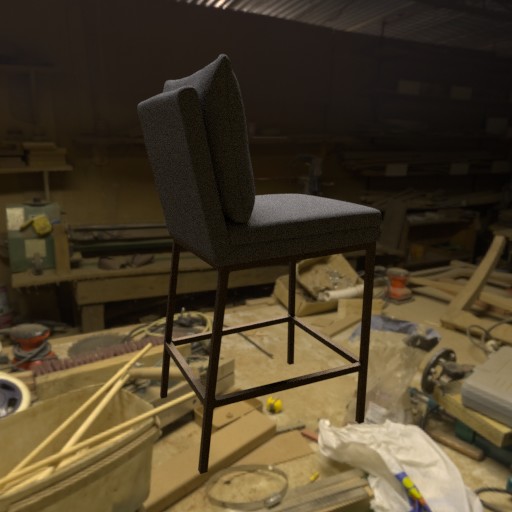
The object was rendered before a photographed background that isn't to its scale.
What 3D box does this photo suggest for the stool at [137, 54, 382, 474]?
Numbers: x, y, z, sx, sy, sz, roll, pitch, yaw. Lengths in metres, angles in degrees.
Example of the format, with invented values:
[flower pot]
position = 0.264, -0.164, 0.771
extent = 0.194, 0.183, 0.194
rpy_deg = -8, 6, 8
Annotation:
[stool]
position = 0.000, 0.000, 1.337
extent = 0.569, 1.031, 0.463
rpy_deg = -7, 16, -25
